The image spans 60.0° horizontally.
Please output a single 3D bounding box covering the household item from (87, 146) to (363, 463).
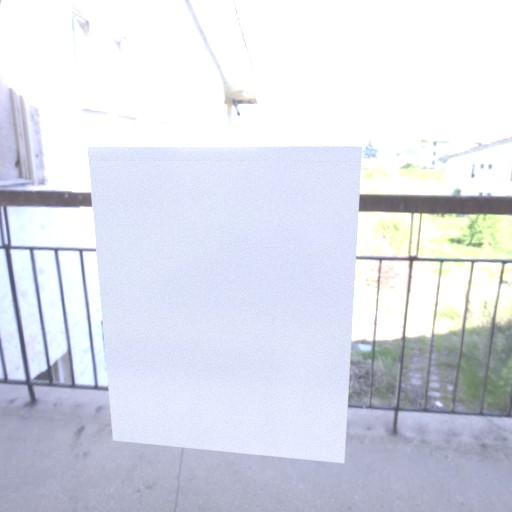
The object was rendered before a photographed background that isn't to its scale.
[{"bbox_3d":[0.000,0.000,1.557,0.597,0.749,1.100,2,14,8],"label":"household item"}]
